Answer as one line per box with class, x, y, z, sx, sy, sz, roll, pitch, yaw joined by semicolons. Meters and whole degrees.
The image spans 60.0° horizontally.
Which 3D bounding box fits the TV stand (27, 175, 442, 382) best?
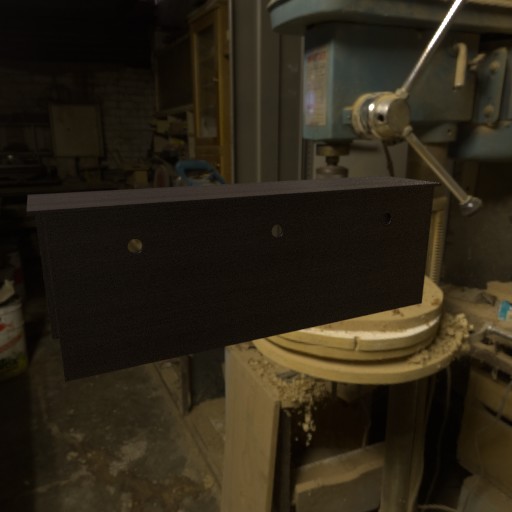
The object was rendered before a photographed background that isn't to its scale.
TV stand;0.000;0.000;2.006;1.778;0.610;0.406;-8;17;-25
